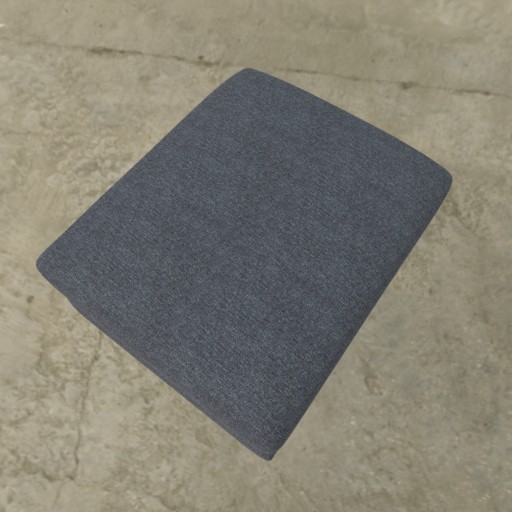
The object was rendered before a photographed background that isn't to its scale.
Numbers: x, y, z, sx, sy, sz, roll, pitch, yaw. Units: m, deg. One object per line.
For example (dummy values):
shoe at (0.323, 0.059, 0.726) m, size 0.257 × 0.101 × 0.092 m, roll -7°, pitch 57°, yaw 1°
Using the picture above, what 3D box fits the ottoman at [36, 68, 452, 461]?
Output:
ottoman at (0.000, 0.000, 1.260) m, size 0.695 × 0.533 × 0.831 m, roll 33°, pitch 68°, yaw 15°
